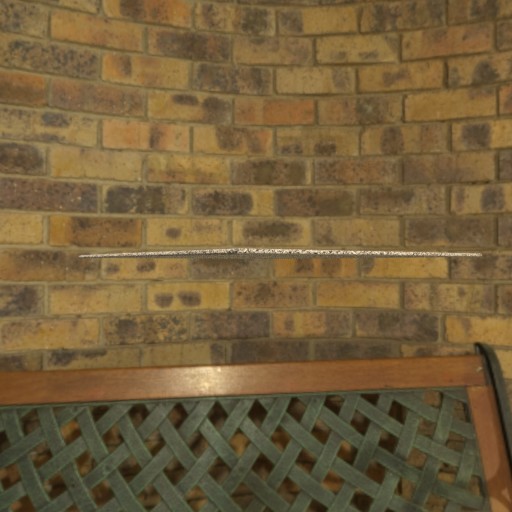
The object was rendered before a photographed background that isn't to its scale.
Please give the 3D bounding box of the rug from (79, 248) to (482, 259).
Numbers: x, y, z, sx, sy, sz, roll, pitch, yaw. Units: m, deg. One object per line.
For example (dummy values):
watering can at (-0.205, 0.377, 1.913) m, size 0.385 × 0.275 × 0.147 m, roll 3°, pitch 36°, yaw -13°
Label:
rug at (0.000, 0.000, 4.178) m, size 2.438 × 0.029 × 3.047 m, roll 1°, pitch -1°, yaw -36°
